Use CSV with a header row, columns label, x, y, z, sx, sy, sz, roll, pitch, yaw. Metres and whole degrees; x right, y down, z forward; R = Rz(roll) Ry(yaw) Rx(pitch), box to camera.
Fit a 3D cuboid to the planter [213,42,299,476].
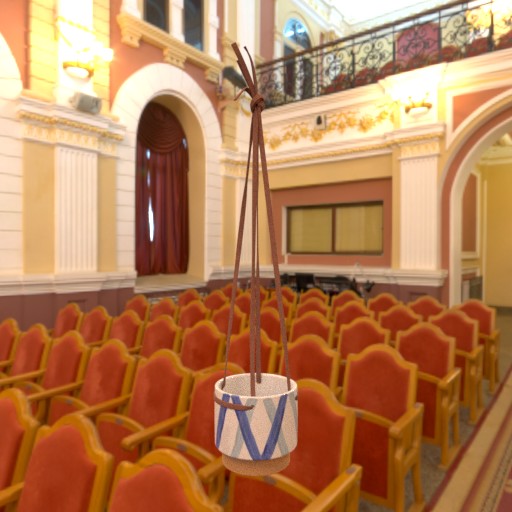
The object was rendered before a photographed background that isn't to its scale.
label,x,y,z,sx,sy,sz,roll,pitch,yaw
planter,0.000,0.000,0.818,0.153,0.753,0.157,0,0,37
